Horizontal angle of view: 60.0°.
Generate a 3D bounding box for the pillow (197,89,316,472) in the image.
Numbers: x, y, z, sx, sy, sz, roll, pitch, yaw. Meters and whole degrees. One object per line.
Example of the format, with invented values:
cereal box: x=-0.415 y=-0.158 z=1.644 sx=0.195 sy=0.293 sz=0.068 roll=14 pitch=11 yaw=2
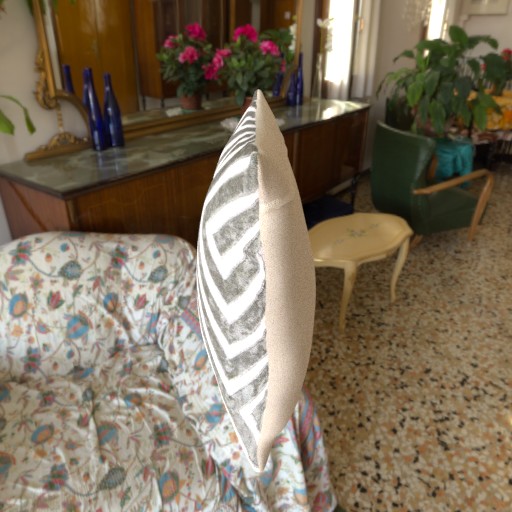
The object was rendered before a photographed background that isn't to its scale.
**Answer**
pillow: x=0.000 y=0.000 z=0.685 sx=0.182 sy=0.441 sz=0.440 roll=0 pitch=27 yaw=1
